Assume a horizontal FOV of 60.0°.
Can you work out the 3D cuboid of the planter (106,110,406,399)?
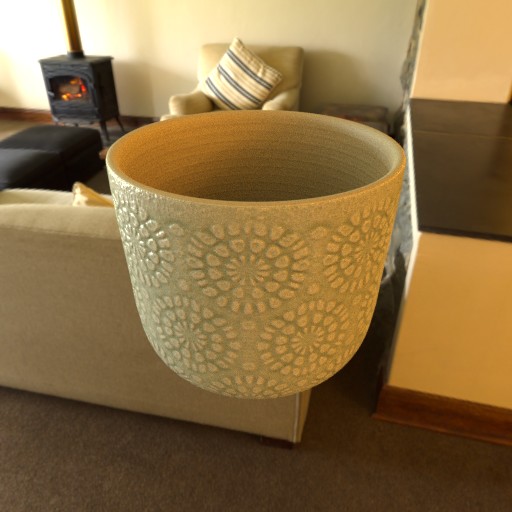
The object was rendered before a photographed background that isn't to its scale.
[{"bbox_3d":[0.000,0.000,0.299,0.169,0.153,0.169,0,31,0],"label":"planter"}]
